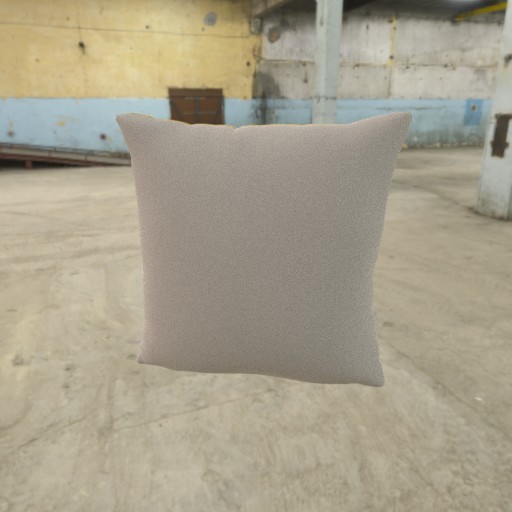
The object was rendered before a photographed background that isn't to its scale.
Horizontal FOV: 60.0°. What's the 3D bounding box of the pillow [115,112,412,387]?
[{"bbox_3d":[0.000,0.000,0.729,0.450,0.450,0.211,3,18,8],"label":"pillow"}]
